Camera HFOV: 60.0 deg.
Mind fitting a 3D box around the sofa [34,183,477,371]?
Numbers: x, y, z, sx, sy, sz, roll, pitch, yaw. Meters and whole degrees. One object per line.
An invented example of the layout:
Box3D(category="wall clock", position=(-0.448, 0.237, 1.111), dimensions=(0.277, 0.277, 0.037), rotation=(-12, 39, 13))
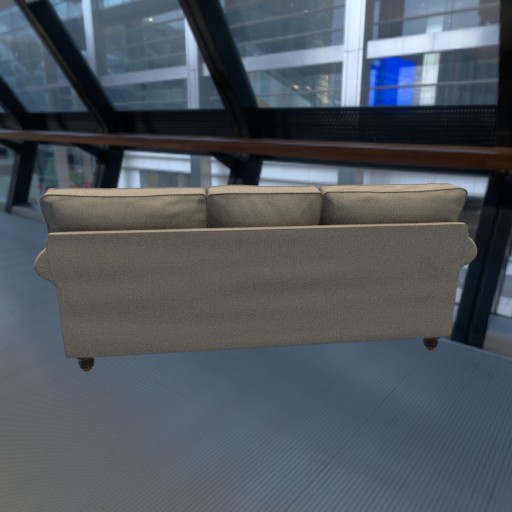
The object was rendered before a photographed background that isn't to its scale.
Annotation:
Box3D(category="sofa", position=(0.000, 0.000, 2.577), dimensions=(2.118, 0.889, 0.998), rotation=(-2, 16, -7))
